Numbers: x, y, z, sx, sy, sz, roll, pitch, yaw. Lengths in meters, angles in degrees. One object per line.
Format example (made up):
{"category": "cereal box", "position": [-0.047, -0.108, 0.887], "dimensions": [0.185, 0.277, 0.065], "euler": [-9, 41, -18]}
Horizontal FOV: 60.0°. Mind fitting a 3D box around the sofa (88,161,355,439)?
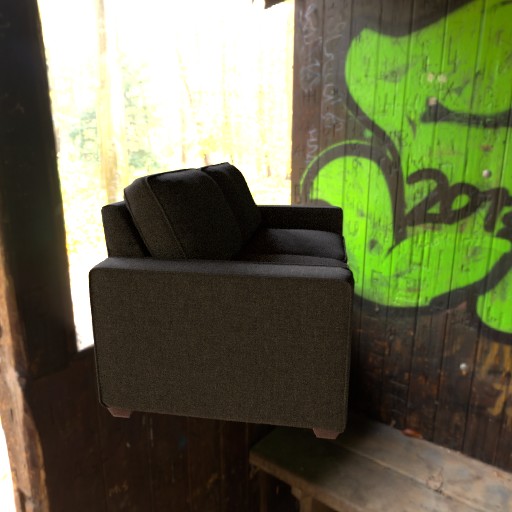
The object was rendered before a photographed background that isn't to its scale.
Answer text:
{"category": "sofa", "position": [0.000, 0.000, 2.311], "dimensions": [0.947, 0.918, 1.709], "euler": [2, 15, 9]}
